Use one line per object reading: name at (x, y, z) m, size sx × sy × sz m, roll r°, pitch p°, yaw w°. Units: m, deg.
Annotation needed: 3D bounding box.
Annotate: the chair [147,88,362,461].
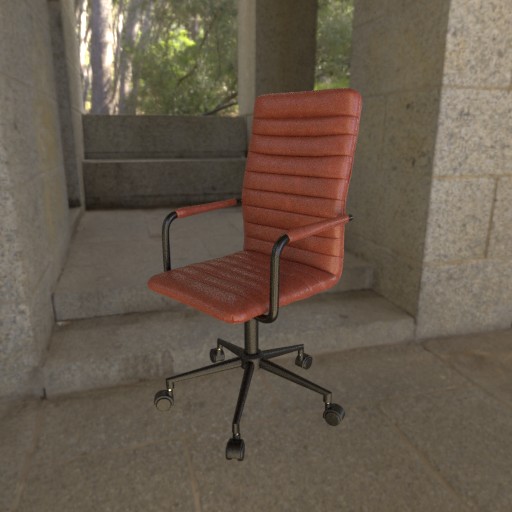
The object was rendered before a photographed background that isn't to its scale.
chair at (0.000, 0.000, 1.366) m, size 0.608 × 0.979 × 0.580 m, roll 15°, pitch 21°, yaw 43°
